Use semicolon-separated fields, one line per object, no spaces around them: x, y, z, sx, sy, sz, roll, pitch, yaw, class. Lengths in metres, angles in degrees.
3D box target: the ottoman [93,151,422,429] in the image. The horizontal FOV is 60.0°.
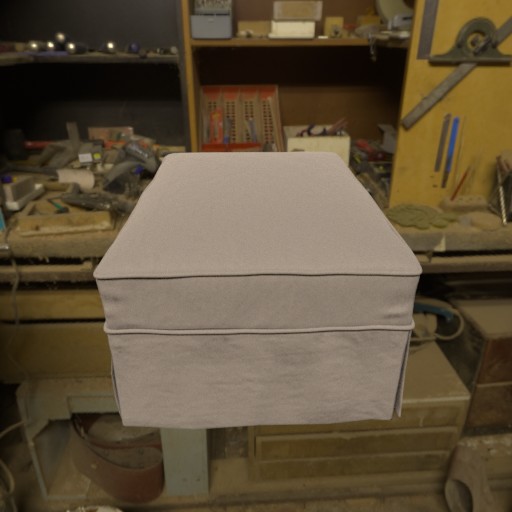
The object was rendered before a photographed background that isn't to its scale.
0.000;0.000;1.334;0.703;0.479;0.944;-1;27;-1;ottoman
